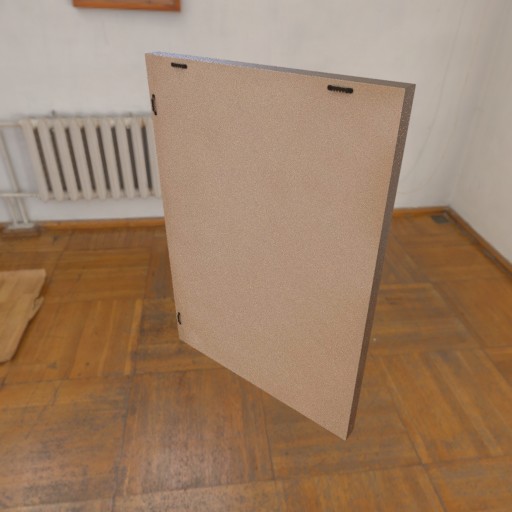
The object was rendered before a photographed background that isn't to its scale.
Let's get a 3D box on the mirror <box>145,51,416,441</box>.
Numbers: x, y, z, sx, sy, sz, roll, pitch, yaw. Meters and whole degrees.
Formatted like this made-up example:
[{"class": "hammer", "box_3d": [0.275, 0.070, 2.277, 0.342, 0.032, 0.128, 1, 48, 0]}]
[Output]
[{"class": "mirror", "box_3d": [0.000, 0.000, 0.892, 0.507, 0.710, 0.040, 23, 38, 32]}]
